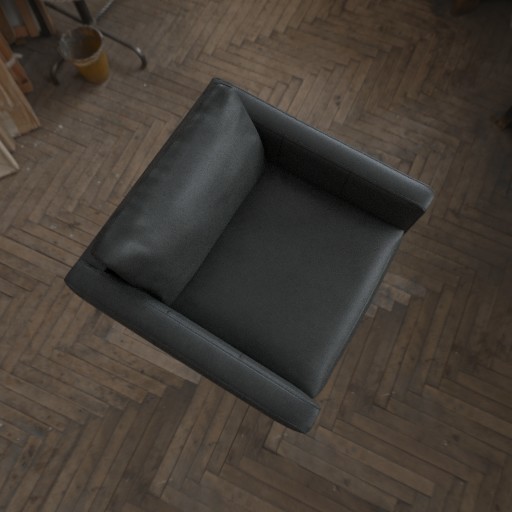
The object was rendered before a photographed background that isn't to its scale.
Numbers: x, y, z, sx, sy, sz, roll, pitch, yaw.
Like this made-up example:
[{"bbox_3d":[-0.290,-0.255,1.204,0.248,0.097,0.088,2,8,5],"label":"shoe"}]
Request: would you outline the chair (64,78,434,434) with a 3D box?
[{"bbox_3d":[0.000,0.000,1.543,0.861,0.824,0.967,30,76,8],"label":"chair"}]
